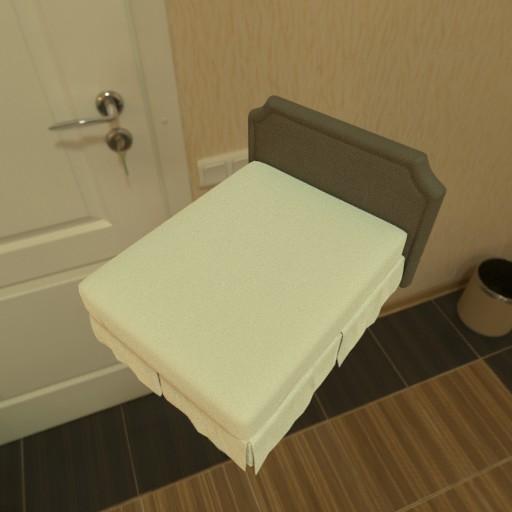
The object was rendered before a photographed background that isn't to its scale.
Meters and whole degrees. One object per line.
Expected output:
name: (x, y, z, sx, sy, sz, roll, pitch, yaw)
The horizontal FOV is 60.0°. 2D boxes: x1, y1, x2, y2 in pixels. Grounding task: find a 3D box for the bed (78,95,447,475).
bed: (0.000, 0.000, 3.328, 1.831, 1.297, 2.181, 31, 54, 26)
